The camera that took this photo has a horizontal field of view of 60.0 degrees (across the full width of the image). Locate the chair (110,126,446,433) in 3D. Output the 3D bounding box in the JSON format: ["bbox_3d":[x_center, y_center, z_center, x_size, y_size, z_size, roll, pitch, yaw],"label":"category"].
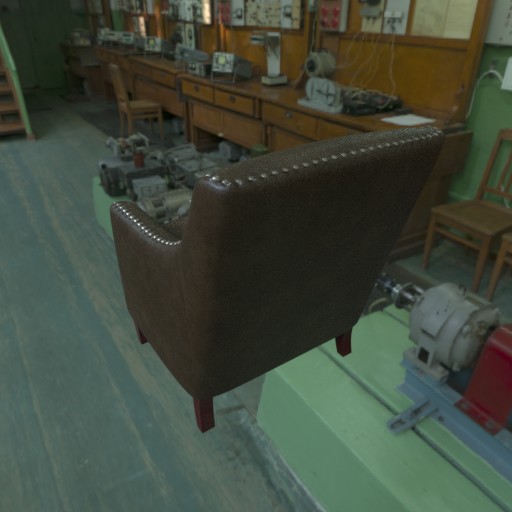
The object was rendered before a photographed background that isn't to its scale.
[{"bbox_3d":[0.000,0.000,1.305,0.639,0.813,0.704,-19,35,-30],"label":"chair"}]
